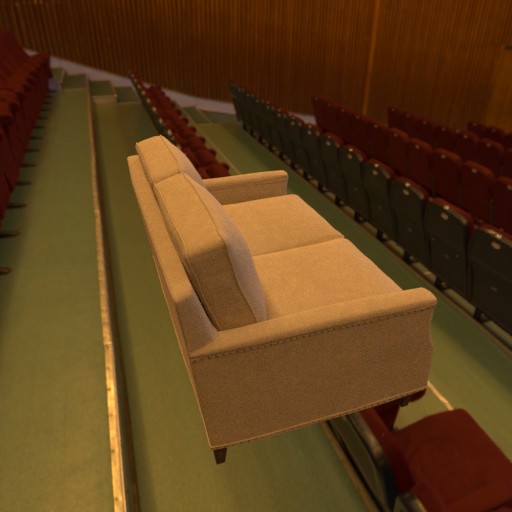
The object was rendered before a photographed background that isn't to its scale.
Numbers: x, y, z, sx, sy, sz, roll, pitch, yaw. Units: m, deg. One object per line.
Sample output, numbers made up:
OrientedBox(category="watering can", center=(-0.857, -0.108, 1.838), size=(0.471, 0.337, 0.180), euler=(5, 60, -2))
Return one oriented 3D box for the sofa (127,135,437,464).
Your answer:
OrientedBox(category="sofa", center=(0.000, 0.000, 2.280), size=(1.084, 1.002, 1.597), euler=(-10, 32, -17))
